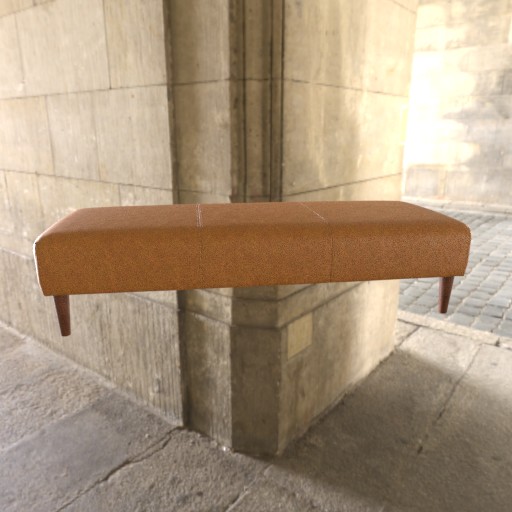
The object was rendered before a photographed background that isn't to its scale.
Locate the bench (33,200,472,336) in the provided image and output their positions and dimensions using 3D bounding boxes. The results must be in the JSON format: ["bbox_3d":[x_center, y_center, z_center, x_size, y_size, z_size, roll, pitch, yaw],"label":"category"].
[{"bbox_3d":[0.000,0.000,1.916,1.610,0.399,0.653,-2,16,-8],"label":"bench"}]
